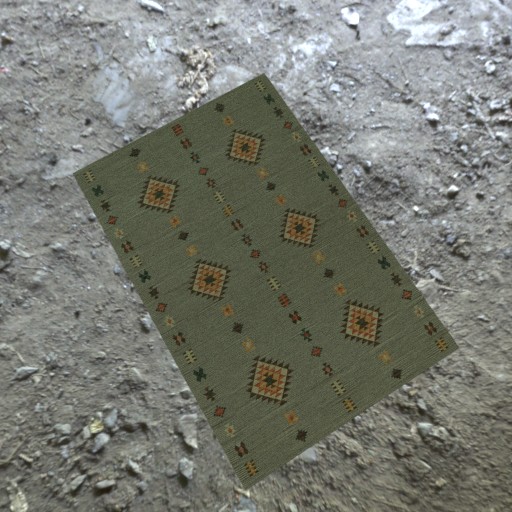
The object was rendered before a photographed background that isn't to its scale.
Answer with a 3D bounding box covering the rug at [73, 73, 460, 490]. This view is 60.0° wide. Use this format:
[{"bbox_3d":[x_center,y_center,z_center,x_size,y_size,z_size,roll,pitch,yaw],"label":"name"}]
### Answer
[{"bbox_3d":[0.000,0.000,2.276,1.217,0.005,1.818,-30,77,-8],"label":"rug"}]
